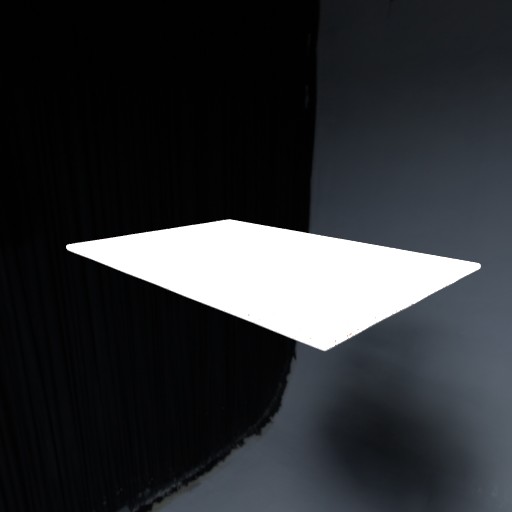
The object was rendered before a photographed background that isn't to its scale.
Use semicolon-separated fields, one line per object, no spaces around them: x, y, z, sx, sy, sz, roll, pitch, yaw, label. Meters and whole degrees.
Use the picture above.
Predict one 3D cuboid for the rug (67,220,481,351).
0.000;0.000;2.272;1.219;0.030;1.778;-14;20;-43;rug
